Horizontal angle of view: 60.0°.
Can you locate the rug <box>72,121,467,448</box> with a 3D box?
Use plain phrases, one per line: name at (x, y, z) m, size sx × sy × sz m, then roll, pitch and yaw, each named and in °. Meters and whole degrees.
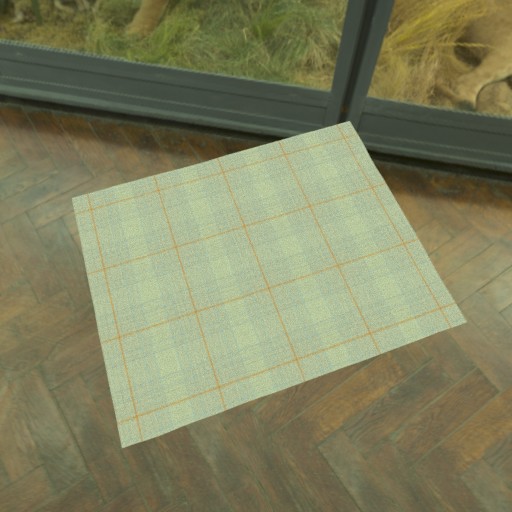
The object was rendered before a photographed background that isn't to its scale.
rug at (0.000, 0.000, 4.146) m, size 3.051 × 0.021 × 2.448 m, roll -18°, pitch 65°, yaw -8°
